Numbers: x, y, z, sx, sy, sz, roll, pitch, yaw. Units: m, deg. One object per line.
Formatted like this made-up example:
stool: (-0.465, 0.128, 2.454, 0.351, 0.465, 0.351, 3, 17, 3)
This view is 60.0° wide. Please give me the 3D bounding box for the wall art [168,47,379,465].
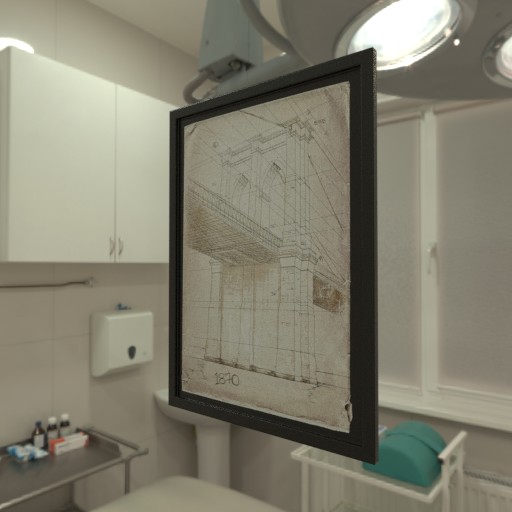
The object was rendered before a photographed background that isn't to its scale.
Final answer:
wall art: (0.000, 0.000, 0.849, 0.480, 0.657, 0.016, -1, -1, 38)
